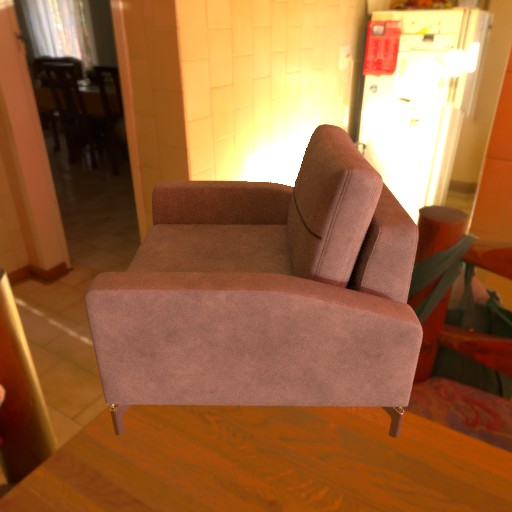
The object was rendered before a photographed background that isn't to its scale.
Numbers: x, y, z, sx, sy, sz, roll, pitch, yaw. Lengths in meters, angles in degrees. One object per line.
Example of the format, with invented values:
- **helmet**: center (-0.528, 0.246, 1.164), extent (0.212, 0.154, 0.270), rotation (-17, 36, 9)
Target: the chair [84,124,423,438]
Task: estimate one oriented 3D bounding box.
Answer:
- **chair**: center (0.000, 0.000, 1.557), extent (0.900, 0.800, 0.900), rotation (0, 27, 1)
